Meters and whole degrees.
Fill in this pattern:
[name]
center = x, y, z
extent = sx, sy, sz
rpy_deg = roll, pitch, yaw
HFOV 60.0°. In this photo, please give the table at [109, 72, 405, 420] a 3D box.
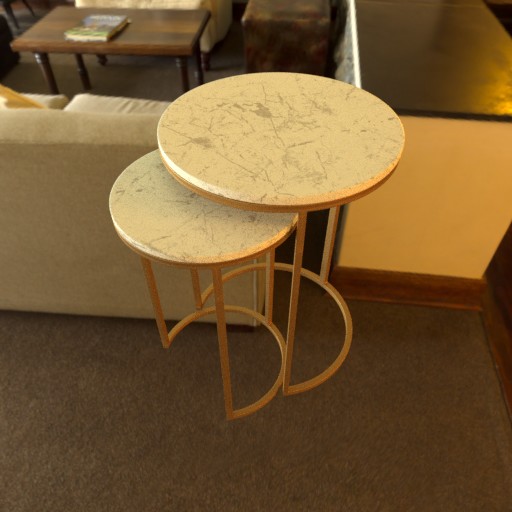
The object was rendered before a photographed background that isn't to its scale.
[table]
center = 0.000, 0.000, 0.899
extent = 0.507, 0.550, 0.400
rpy_deg = -32, 53, -28
